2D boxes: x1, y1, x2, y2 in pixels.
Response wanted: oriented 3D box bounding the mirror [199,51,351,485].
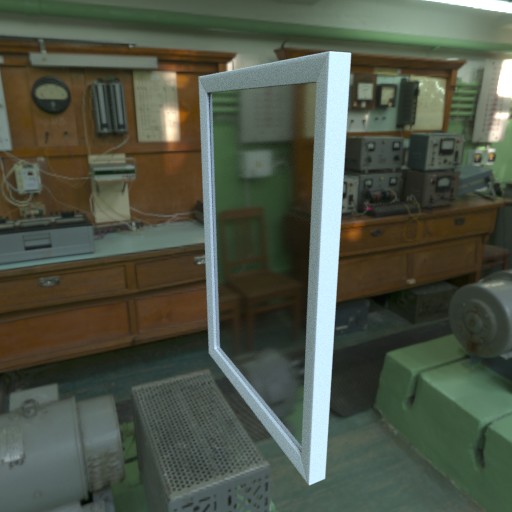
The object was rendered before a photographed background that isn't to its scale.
[{"bbox_3d":[0.000,0.000,0.907,0.040,0.710,0.507,-9,20,-25],"label":"mirror"}]
